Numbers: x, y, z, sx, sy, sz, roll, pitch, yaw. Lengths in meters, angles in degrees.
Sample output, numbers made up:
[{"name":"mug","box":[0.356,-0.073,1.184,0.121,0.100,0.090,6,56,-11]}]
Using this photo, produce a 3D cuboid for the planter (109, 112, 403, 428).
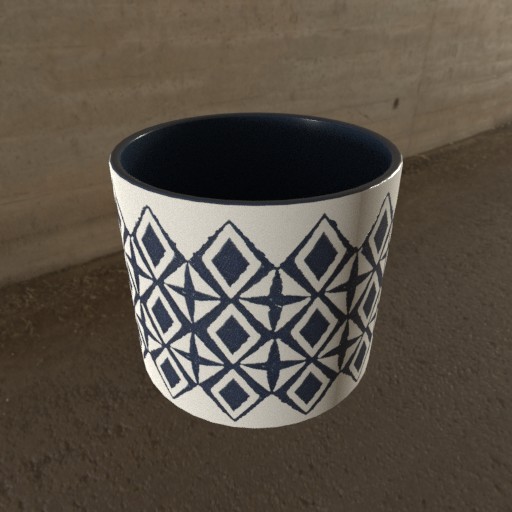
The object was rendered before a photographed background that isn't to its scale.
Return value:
[{"name":"planter","box":[0.000,0.000,0.284,0.159,0.144,0.159,0,31,0]}]
